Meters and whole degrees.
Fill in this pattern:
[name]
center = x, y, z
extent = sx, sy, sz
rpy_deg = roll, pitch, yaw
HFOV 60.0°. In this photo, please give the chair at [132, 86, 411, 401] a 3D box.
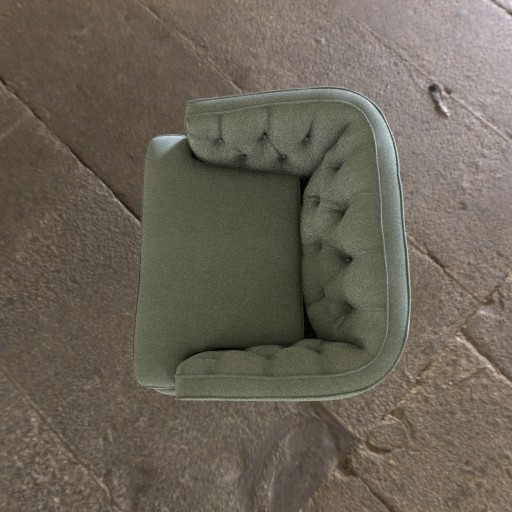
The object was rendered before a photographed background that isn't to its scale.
[chair]
center = 0.000, 0.000, 1.785
extent = 0.945, 0.852, 1.094
rpy_deg = 0, 76, 0
